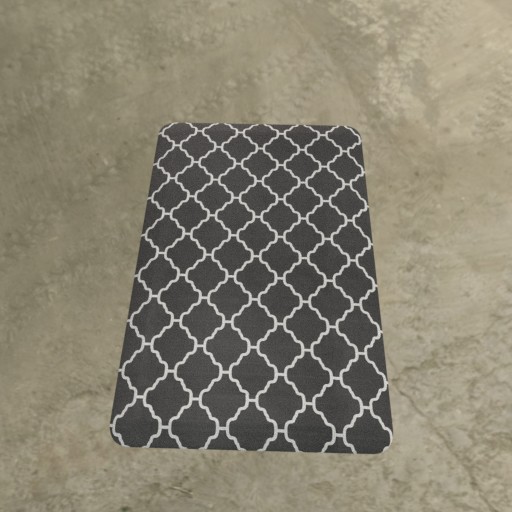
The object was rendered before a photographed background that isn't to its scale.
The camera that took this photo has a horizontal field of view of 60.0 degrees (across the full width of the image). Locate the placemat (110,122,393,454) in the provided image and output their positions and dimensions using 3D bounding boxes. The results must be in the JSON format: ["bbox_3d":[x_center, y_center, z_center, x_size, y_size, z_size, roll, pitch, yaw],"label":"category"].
[{"bbox_3d":[0.000,0.000,0.946,0.508,0.021,0.762,1,63,1],"label":"placemat"}]
